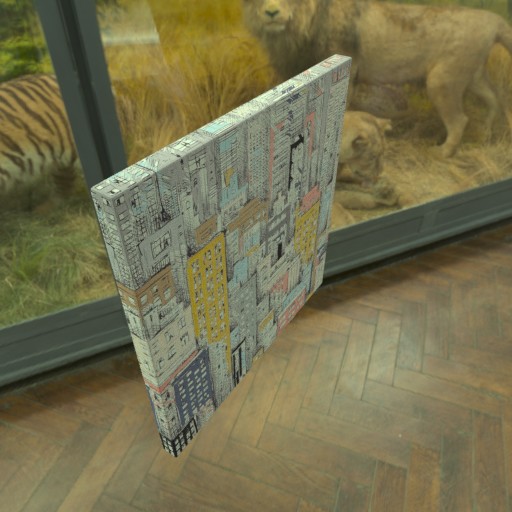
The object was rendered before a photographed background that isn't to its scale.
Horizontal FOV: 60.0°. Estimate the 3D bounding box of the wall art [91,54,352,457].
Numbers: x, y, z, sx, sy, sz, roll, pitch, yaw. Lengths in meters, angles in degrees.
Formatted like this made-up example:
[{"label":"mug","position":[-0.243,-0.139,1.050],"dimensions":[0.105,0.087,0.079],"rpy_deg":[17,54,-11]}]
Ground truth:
[{"label":"wall art","position":[0.000,0.000,1.097],"dimensions":[0.048,0.762,0.761],"rpy_deg":[24,46,26]}]
